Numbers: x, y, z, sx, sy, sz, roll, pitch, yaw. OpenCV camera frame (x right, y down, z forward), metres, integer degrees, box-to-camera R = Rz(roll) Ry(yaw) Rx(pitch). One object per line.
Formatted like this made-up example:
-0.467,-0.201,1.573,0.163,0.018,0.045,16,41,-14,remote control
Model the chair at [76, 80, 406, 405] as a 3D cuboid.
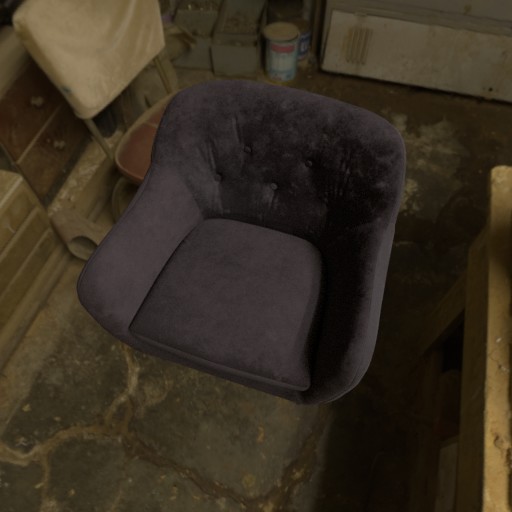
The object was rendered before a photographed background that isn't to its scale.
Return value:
0.000,0.000,1.521,0.840,0.807,0.819,15,58,10,chair
